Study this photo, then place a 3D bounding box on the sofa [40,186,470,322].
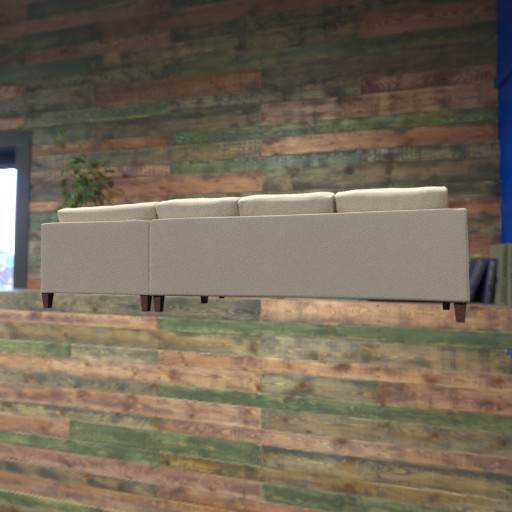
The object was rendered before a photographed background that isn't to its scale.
[{"bbox_3d":[0.000,0.000,3.878,3.186,0.861,1.625,0,-2,18],"label":"sofa"}]
